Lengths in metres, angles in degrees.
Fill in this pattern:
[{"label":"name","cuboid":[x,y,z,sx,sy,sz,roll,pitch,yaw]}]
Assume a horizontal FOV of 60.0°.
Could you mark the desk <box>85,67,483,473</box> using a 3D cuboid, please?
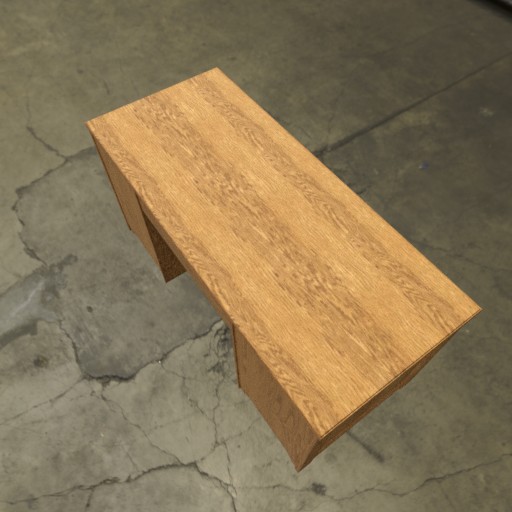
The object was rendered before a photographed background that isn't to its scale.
[{"label":"desk","cuboid":[0.000,0.000,1.970,0.685,0.751,1.567,-31,62,-18]}]
